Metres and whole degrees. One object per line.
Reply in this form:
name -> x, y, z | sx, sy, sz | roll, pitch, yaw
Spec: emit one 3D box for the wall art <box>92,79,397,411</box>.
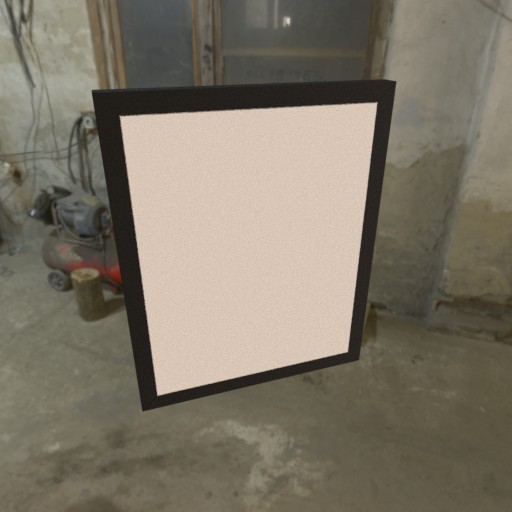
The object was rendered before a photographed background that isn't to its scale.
wall art -> 0.000, 0.000, 0.559 | 0.329, 0.404, 0.024 | -9, 28, -16
